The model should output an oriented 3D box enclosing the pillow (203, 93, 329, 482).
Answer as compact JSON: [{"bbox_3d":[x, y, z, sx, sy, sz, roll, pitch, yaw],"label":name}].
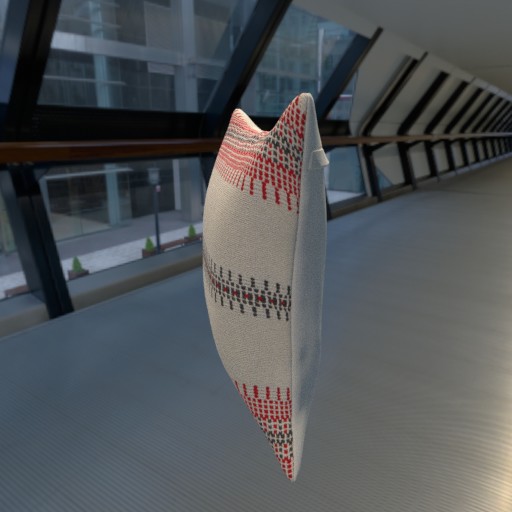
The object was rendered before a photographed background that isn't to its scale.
[{"bbox_3d":[0.000,0.000,0.695,0.160,0.454,0.463,-3,17,-10],"label":"pillow"}]
